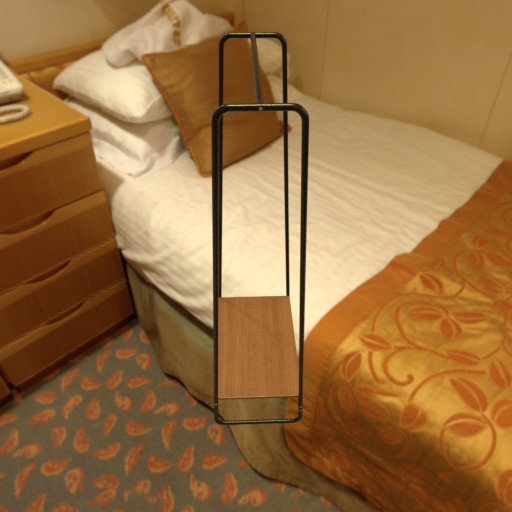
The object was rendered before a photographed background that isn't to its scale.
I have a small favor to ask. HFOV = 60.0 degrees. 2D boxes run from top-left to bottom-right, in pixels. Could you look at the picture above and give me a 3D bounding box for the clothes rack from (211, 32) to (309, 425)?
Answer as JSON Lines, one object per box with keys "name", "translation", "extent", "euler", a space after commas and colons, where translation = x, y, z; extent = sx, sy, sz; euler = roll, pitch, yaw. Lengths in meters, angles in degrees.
{"name": "clothes rack", "translation": [0.000, 0.000, 1.783], "extent": [0.400, 1.500, 0.640], "euler": [-1, 41, -2]}
